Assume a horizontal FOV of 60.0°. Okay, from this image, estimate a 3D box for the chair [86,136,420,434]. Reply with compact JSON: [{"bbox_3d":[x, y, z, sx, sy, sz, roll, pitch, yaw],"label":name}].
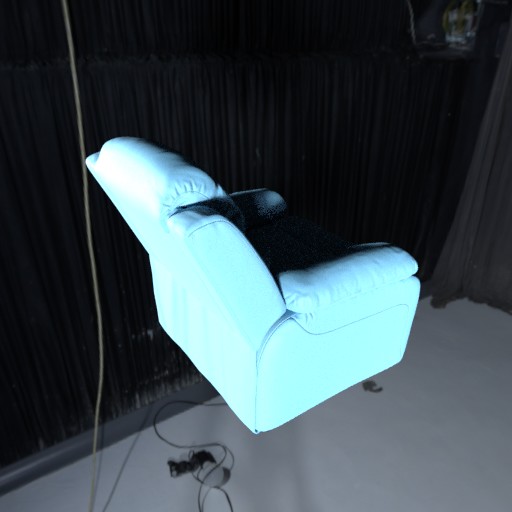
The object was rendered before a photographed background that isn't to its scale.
[{"bbox_3d":[0.000,0.000,1.255,0.709,0.702,0.680,-18,32,-31],"label":"chair"}]
